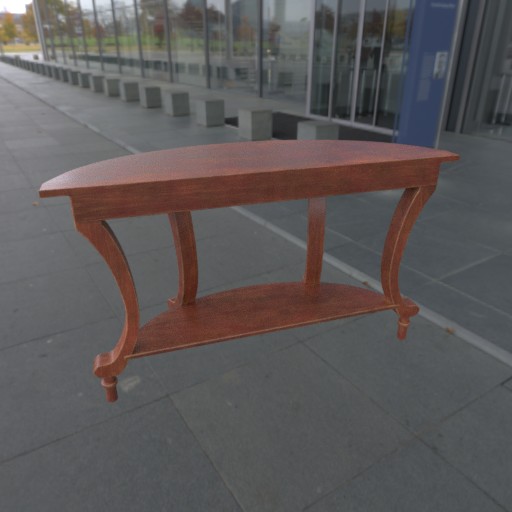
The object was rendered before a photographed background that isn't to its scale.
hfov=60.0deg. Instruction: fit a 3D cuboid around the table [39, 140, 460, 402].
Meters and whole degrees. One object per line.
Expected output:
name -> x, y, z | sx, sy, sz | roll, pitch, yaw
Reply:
table -> 0.000, 0.000, 1.525 | 1.198, 0.699, 0.394 | -8, 27, -16
